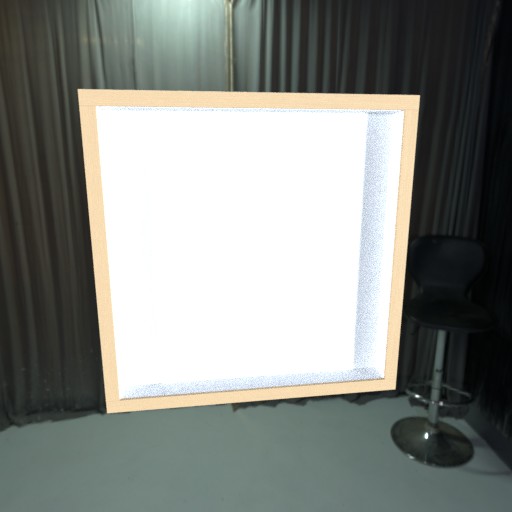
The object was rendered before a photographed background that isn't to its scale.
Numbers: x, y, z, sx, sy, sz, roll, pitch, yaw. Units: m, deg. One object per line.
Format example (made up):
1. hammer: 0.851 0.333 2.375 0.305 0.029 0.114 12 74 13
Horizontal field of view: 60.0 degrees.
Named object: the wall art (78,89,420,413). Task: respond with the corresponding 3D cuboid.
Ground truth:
1. wall art: 0.000 0.000 0.585 0.405 0.405 0.038 -2 14 -8
